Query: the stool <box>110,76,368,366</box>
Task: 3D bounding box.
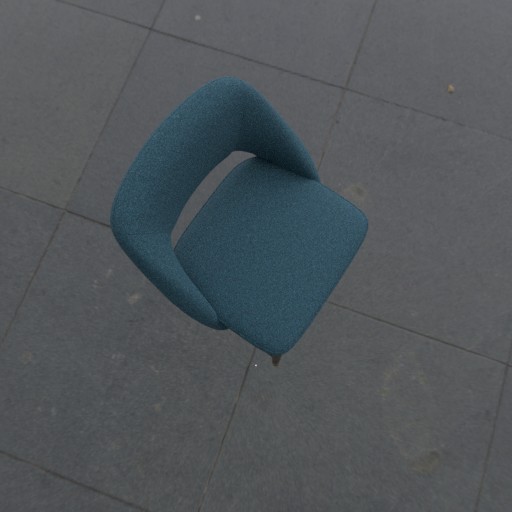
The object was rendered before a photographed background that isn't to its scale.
[{"bbox_3d":[0.000,0.000,1.377,0.522,1.032,0.536,34,79,8],"label":"stool"}]
